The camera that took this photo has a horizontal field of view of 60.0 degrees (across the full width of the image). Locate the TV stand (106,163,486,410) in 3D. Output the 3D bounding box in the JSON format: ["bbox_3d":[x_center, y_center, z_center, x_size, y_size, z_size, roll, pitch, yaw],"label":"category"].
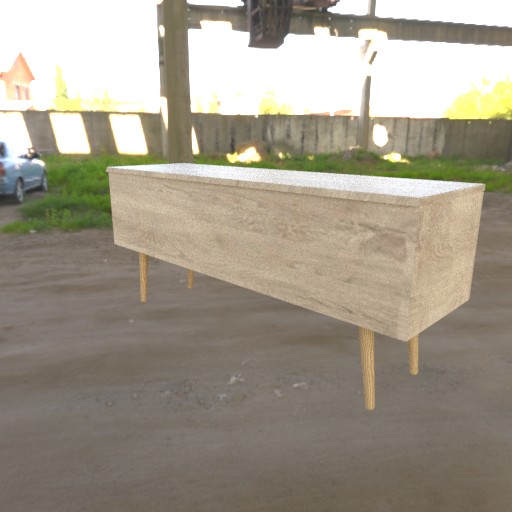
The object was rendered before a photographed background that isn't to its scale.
[{"bbox_3d":[0.000,0.000,1.541,1.313,0.565,0.401,14,21,43],"label":"TV stand"}]
